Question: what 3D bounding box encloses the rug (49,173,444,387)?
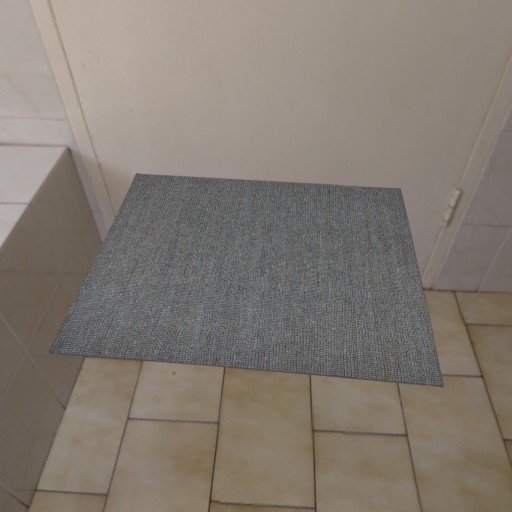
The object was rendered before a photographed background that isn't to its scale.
[{"bbox_3d":[0.000,0.000,4.257,3.068,0.021,2.456,4,46,4],"label":"rug"}]
